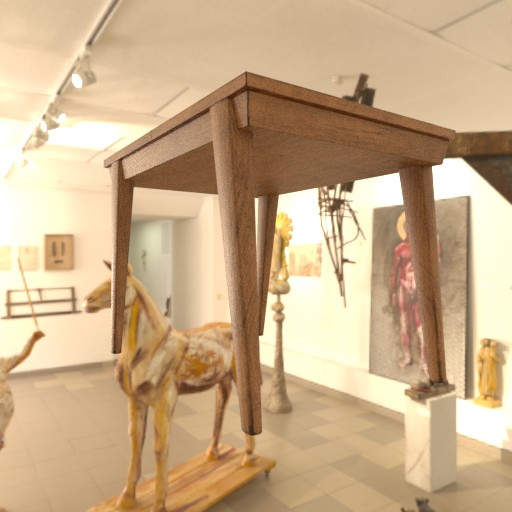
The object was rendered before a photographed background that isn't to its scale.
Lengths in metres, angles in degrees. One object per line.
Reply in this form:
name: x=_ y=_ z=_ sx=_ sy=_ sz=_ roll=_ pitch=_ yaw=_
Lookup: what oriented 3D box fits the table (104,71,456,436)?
table: x=0.000 y=0.000 z=1.546 sx=0.757 sy=0.760 sz=1.027 roll=0 pitch=0 yaw=-35
